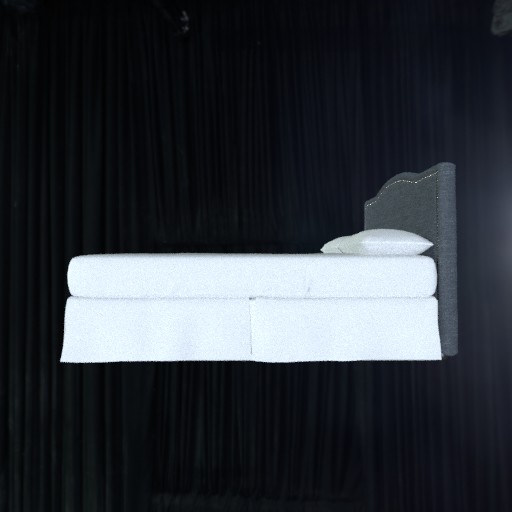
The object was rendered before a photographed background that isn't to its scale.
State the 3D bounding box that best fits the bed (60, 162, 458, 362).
[{"bbox_3d":[0.000,0.000,4.002,2.689,1.457,2.161,0,-1,0],"label":"bed"}]
